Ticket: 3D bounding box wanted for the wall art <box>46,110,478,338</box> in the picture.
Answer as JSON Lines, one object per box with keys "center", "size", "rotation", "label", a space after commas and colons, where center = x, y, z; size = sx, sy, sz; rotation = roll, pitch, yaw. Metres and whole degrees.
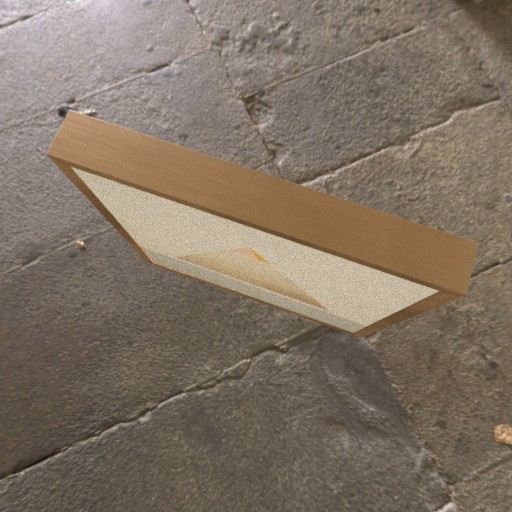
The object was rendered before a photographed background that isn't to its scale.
{"center": [0.000, 0.000, 0.453], "size": [0.305, 0.303, 0.038], "rotation": [19, 75, 5], "label": "wall art"}
